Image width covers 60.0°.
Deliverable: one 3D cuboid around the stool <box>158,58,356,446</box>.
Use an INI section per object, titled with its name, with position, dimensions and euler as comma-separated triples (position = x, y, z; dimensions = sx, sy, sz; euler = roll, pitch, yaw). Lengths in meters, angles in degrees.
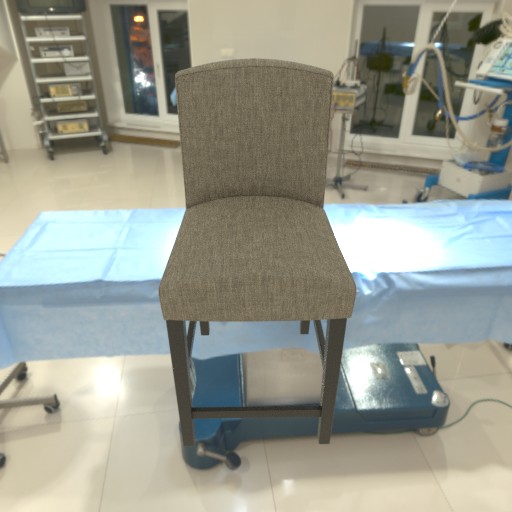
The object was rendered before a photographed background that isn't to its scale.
[stool]
position = 0.000, 0.000, 1.246
dimensions = 0.451, 0.966, 0.552
euler = 0, 30, -1
